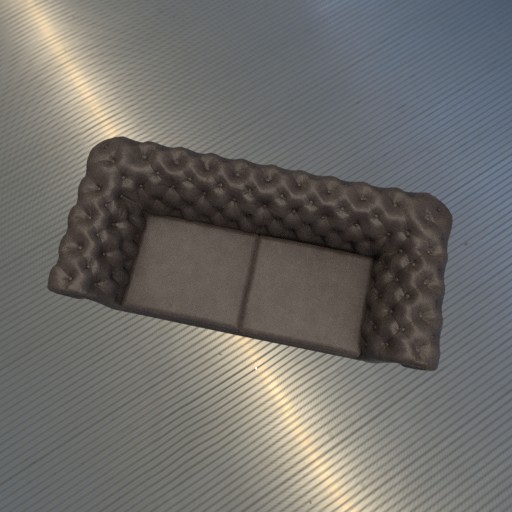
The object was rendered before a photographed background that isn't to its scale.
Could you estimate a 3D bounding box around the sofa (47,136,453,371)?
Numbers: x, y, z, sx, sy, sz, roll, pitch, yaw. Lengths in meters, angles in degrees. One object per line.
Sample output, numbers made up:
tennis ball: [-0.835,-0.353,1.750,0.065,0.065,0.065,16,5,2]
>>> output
sofa: [0.000,0.000,2.627,2.048,0.779,0.944,11,76,3]
